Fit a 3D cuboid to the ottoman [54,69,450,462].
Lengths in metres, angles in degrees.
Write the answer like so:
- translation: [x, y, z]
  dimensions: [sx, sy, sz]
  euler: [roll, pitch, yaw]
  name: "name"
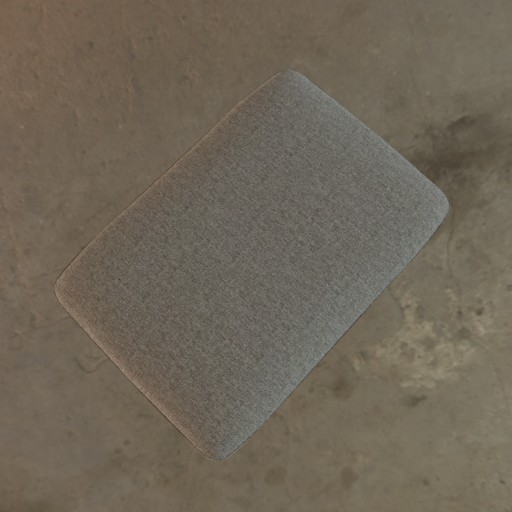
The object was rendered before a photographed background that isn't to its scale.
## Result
- translation: [0.000, 0.000, 1.360]
  dimensions: [0.694, 0.451, 0.977]
  euler: [43, 81, 9]
  name: "ottoman"
